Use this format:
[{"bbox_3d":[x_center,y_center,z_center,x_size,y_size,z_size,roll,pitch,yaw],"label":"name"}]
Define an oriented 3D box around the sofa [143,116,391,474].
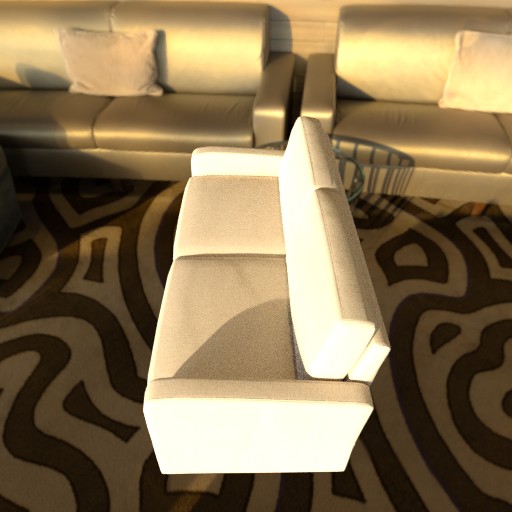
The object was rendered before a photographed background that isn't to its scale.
[{"bbox_3d":[0.000,0.000,2.262,0.894,0.831,1.808,0,41,-1],"label":"sofa"}]
